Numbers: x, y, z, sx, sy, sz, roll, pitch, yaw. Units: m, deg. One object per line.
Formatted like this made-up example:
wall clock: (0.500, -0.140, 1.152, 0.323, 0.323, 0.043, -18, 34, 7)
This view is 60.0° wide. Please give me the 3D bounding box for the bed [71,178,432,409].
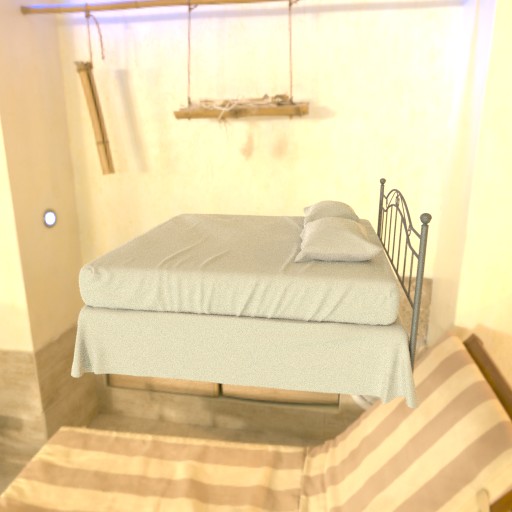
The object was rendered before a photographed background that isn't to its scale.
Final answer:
bed: (0.000, 0.000, 3.544, 2.220, 1.080, 2.309, 2, 15, 9)
